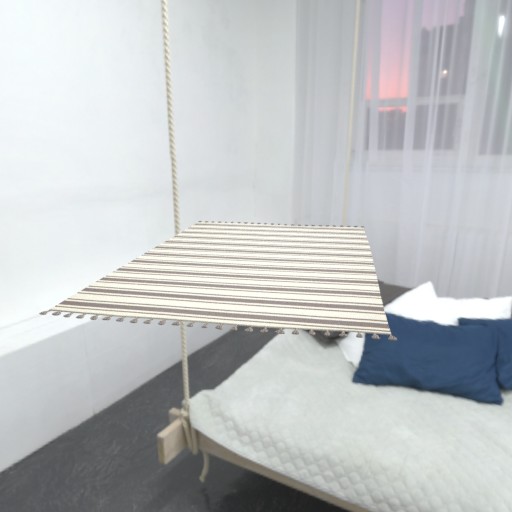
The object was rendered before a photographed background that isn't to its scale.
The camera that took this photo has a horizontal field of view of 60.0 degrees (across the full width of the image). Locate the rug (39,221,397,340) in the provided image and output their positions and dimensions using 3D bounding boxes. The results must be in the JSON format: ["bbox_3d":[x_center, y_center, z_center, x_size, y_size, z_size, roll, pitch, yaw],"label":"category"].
[{"bbox_3d":[0.000,0.000,3.007,1.563,0.014,2.425,3,15,10],"label":"rug"}]
